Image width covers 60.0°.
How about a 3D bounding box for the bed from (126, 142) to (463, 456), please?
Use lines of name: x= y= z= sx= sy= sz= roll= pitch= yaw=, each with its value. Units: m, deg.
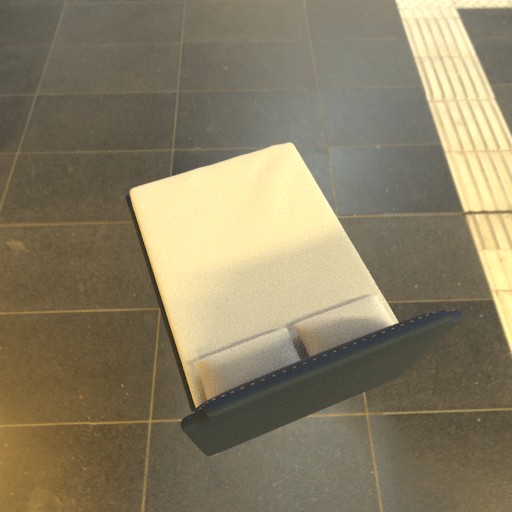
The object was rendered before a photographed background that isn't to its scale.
bed: x=0.000 y=0.000 z=3.470 sx=1.712 sy=1.443 sz=2.372 roll=-19 pitch=62 yaw=-11
